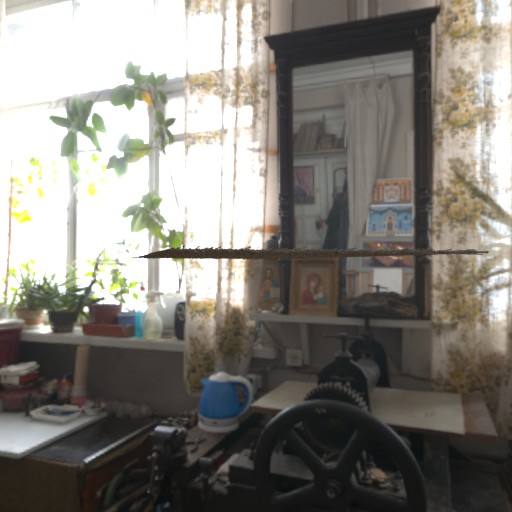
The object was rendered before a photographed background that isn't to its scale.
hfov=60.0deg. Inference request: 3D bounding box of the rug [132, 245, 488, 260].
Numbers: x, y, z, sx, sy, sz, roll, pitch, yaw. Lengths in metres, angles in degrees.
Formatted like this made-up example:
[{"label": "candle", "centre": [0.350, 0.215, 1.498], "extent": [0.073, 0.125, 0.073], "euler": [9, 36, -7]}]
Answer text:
[{"label": "rug", "centre": [0.000, 0.000, 3.001], "extent": [1.495, 0.035, 2.472], "euler": [0, -1, -19]}]
